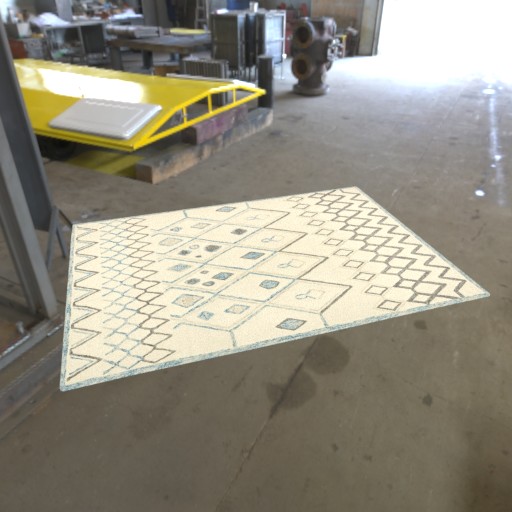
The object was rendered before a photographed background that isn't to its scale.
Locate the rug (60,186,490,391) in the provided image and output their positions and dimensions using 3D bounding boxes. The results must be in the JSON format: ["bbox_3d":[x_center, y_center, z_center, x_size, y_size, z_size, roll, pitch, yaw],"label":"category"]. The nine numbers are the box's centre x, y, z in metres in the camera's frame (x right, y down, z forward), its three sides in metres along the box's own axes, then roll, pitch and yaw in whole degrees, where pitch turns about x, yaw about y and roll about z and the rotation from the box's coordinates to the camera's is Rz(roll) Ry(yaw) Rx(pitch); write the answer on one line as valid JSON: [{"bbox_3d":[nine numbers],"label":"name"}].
[{"bbox_3d":[0.000,0.000,2.272,1.820,0.009,1.260,-10,34,-15],"label":"rug"}]
